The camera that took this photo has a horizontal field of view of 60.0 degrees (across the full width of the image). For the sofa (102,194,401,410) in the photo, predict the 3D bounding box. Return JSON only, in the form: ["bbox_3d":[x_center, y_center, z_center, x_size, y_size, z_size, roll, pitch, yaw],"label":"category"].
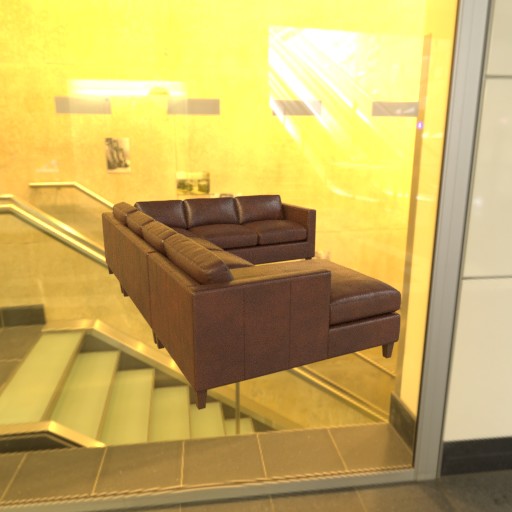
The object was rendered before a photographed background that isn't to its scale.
[{"bbox_3d":[0.000,0.000,4.433,2.452,0.891,3.324,-7,15,-26],"label":"sofa"}]
